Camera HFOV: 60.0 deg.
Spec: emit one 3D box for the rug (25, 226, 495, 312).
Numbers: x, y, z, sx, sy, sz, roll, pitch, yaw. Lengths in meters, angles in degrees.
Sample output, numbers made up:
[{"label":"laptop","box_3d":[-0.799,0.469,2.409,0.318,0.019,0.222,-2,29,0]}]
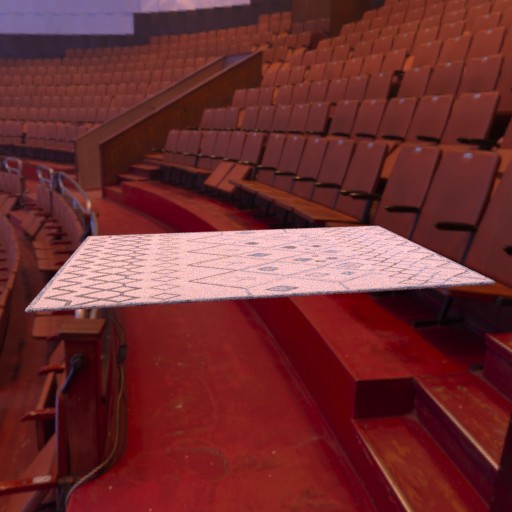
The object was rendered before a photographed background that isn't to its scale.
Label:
[{"label":"rug","box_3d":[0.000,0.000,2.978,2.439,0.015,1.524,-3,16,-9]}]
